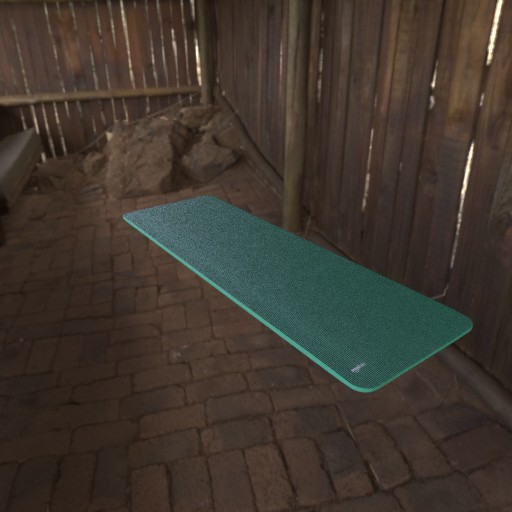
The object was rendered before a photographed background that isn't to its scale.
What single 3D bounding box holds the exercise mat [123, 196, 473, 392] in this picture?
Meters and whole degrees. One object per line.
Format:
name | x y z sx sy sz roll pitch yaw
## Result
exercise mat | 0.000 0.000 2.110 0.616 0.021 1.869 -18 31 -33
